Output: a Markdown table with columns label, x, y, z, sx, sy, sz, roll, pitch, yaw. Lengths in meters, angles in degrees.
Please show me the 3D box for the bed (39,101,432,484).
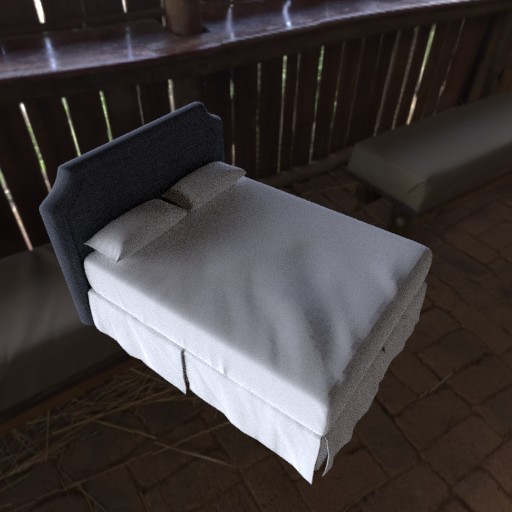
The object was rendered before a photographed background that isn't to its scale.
| label | x | y | z | sx | sy | sz | roll | pitch | yaw |
| --- | --- | --- | --- | --- | --- | --- | --- | --- | --- |
| bed | 0.000 | 0.000 | 3.056 | 2.116 | 1.290 | 1.693 | 25 | 47 | 26 |
